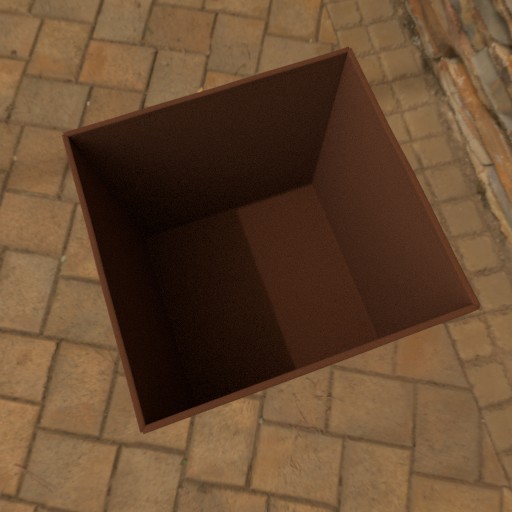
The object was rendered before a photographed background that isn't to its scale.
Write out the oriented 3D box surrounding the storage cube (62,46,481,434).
[{"bbox_3d":[0.000,0.000,0.488,0.270,0.280,0.270,-19,75,-5],"label":"storage cube"}]
